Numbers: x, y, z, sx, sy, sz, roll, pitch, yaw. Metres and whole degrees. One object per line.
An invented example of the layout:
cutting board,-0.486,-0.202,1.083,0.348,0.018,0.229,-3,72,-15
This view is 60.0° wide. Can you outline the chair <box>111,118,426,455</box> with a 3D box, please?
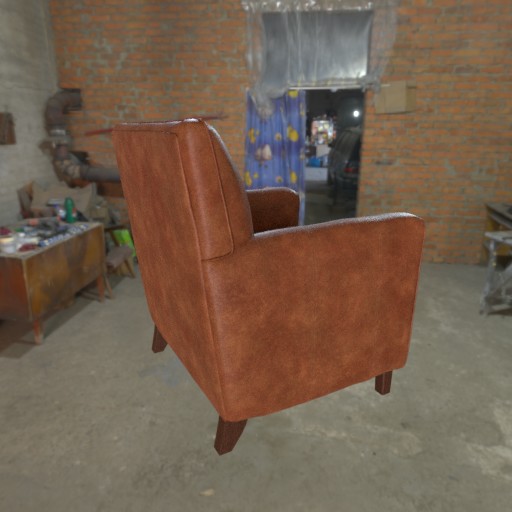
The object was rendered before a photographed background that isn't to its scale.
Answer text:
chair,0.000,0.000,1.626,0.823,0.943,0.870,-8,18,-27
